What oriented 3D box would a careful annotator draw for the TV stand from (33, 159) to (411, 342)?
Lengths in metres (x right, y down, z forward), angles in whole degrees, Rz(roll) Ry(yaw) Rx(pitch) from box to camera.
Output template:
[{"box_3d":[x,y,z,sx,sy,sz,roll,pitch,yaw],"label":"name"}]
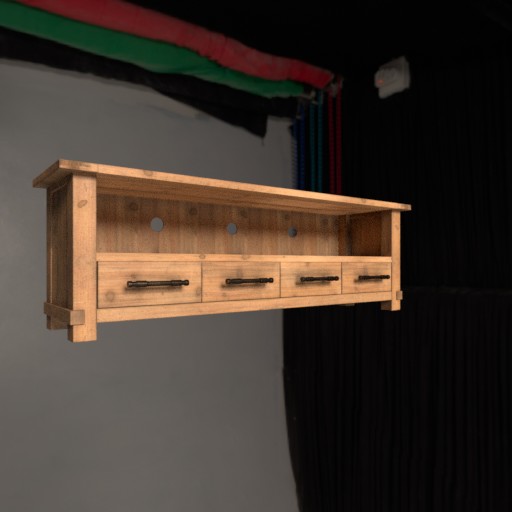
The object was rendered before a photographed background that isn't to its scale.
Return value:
[{"box_3d":[0.000,0.000,2.053,1.804,0.573,0.453,1,-1,-36],"label":"TV stand"}]
